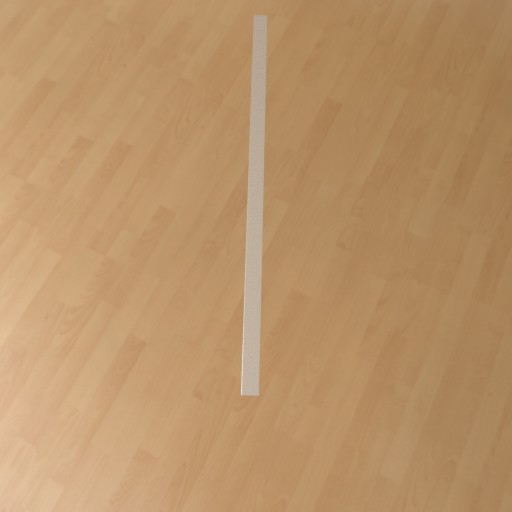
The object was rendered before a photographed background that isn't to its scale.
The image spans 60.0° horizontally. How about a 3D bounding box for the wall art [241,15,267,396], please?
[{"bbox_3d":[0.000,0.000,1.380,0.030,1.046,0.816,1,73,0],"label":"wall art"}]
